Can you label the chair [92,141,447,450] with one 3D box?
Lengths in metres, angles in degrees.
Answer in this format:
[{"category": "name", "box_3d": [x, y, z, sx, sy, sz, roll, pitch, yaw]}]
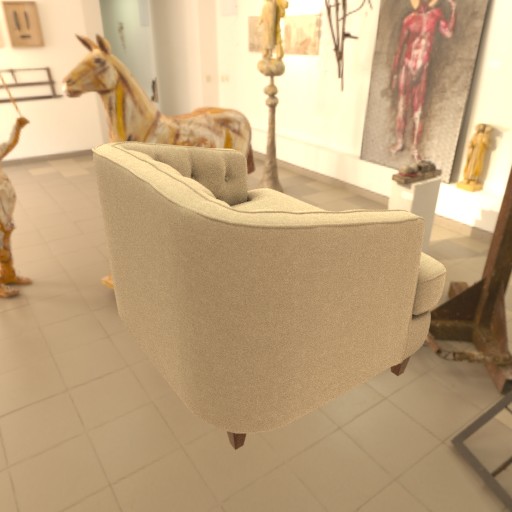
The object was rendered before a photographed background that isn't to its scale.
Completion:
[{"category": "chair", "box_3d": [0.000, 0.000, 1.715, 0.941, 0.852, 1.104, -18, 32, -31]}]
